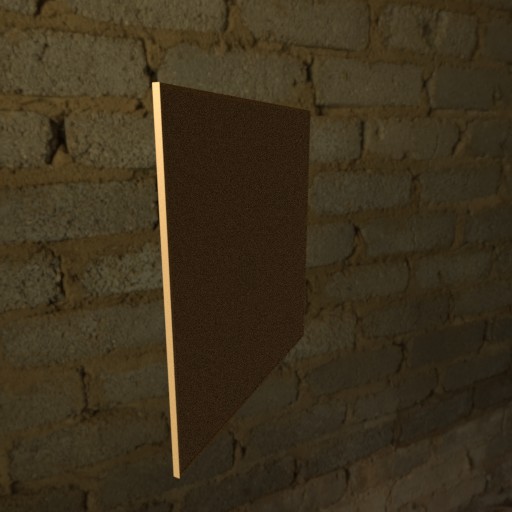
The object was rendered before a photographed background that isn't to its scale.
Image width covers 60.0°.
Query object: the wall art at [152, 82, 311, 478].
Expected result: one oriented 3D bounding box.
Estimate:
[{"bbox_3d":[0.000,0.000,0.989,0.014,0.655,0.657,7,16,24],"label":"wall art"}]
